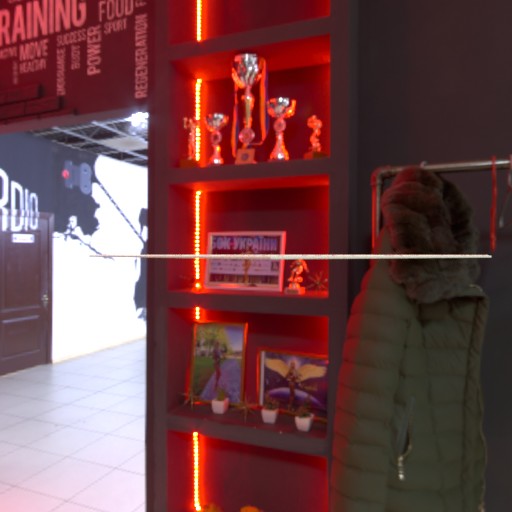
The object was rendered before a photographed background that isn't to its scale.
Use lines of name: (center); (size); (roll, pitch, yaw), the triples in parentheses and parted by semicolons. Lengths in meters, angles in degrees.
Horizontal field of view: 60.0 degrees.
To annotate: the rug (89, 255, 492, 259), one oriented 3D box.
rug: (0.000, 0.000, 2.330); (1.219, 0.012, 1.839); (0, 0, -36)
